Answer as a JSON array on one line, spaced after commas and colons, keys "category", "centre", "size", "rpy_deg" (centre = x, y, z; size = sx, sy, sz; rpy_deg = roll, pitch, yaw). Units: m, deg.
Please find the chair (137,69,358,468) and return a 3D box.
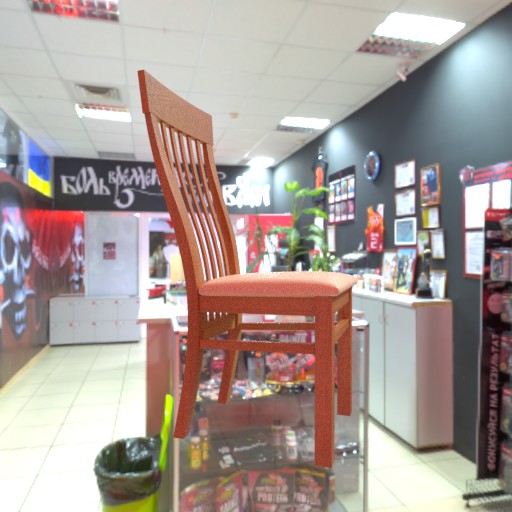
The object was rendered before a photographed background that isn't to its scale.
[{"category": "chair", "centre": [0.000, 0.000, 1.378], "size": [0.580, 1.050, 0.450], "rpy_deg": [0, 1, 19]}]
